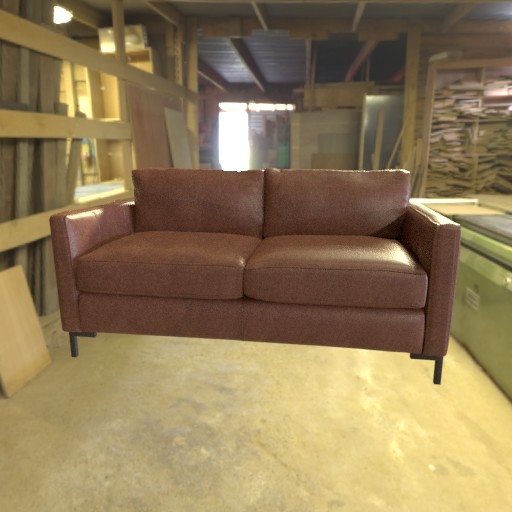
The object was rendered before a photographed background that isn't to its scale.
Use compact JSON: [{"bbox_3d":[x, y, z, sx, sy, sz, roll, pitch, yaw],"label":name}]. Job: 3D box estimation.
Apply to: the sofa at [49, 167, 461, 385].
[{"bbox_3d":[0.000,0.000,2.296,1.797,0.883,0.899,2,13,8],"label":"sofa"}]
